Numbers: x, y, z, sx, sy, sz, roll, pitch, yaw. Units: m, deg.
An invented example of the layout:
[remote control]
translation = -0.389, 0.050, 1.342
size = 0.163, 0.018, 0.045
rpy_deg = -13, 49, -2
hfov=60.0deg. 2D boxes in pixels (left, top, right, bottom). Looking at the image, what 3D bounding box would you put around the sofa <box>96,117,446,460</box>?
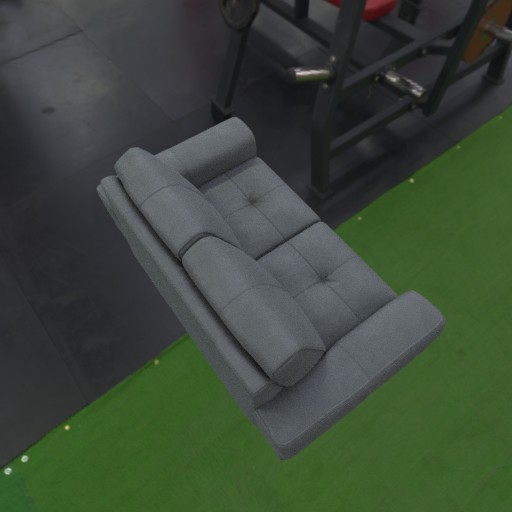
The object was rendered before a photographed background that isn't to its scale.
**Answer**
[sofa]
translation = 0.000, 0.000, 2.398
size = 1.018, 0.907, 1.806
rpy_deg = -32, 64, -18
